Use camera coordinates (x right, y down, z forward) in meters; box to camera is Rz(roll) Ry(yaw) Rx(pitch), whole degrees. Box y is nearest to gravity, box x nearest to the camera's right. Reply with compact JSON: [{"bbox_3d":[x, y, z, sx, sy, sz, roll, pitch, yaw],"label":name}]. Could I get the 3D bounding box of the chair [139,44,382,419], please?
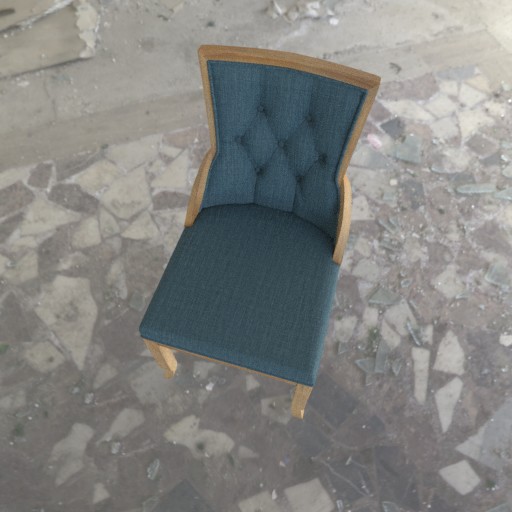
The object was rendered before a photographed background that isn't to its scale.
[{"bbox_3d":[0.000,0.000,1.345,0.524,0.947,0.641,14,60,8],"label":"chair"}]
